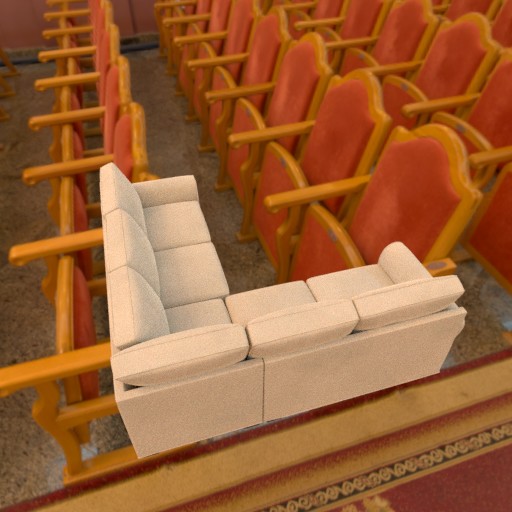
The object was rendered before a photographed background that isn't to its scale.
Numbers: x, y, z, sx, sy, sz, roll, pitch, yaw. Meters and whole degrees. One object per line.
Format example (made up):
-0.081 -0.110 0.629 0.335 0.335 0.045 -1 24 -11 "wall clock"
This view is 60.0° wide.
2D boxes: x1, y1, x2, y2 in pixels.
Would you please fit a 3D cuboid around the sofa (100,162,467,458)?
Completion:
0.000 0.000 3.927 2.487 1.054 2.569 -12 43 -13 "sofa"
